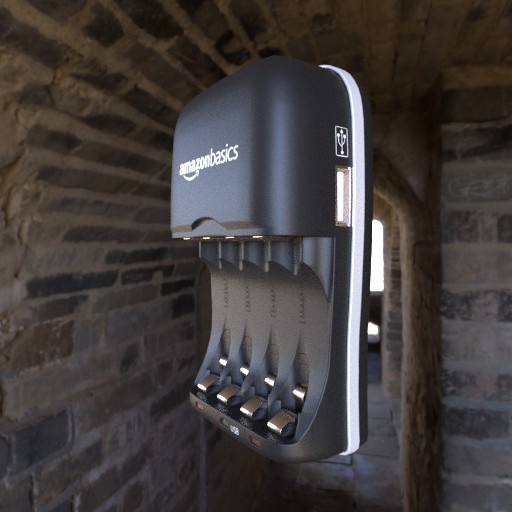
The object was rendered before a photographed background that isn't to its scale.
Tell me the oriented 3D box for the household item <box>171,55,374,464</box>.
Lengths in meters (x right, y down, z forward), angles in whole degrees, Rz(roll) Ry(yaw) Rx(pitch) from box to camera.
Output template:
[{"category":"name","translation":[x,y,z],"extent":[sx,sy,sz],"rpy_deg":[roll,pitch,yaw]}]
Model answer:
[{"category":"household item","translation":[0.000,0.000,0.144],"extent":[0.038,0.114,0.070],"rpy_deg":[-1,2,-35]}]
